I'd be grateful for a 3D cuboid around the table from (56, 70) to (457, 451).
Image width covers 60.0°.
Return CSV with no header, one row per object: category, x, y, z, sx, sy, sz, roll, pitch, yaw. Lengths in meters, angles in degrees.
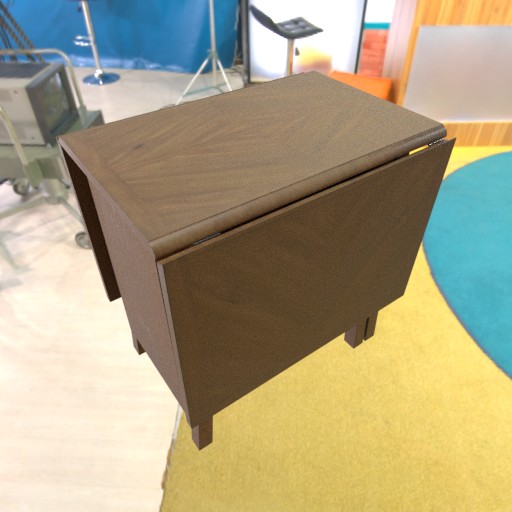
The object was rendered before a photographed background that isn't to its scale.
table,0.000,0.000,1.627,0.967,0.981,0.701,-25,47,-26
